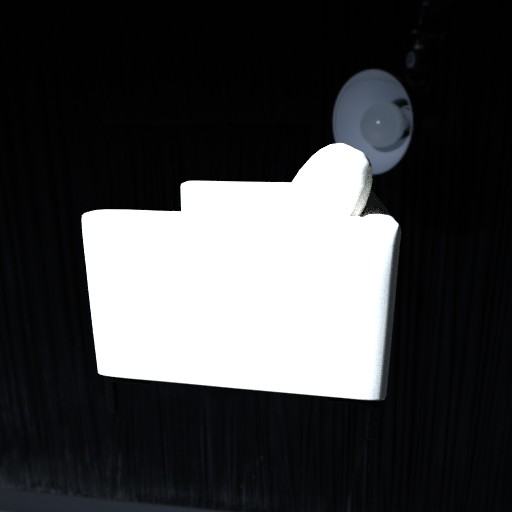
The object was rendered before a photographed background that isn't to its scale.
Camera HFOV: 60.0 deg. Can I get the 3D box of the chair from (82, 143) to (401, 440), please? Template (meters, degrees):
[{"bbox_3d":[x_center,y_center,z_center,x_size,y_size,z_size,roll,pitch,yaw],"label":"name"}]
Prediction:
[{"bbox_3d":[0.000,0.000,1.641,0.875,0.806,0.964,2,15,9],"label":"chair"}]
